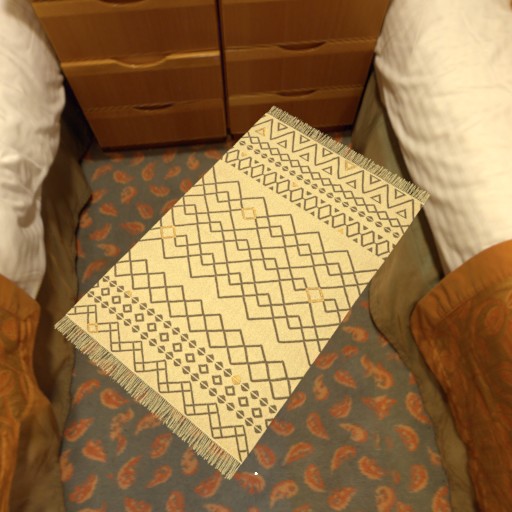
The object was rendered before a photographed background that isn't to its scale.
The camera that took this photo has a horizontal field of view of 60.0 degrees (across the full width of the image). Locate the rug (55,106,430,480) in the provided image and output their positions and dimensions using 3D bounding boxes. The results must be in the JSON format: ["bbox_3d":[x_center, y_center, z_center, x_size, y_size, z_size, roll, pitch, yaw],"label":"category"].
[{"bbox_3d":[0.000,0.000,3.148,1.495,0.035,2.472,34,69,16],"label":"rug"}]
